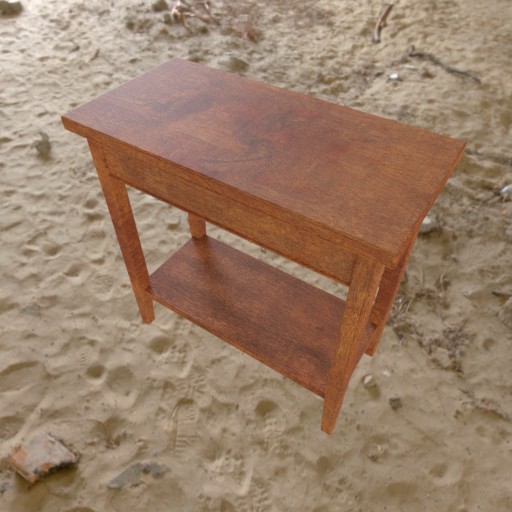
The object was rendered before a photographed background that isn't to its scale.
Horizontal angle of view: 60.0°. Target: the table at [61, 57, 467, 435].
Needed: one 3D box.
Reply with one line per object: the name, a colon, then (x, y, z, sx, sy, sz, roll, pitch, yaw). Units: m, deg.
table: (0.000, 0.000, 0.955, 0.610, 0.610, 0.305, 25, 51, 22)
